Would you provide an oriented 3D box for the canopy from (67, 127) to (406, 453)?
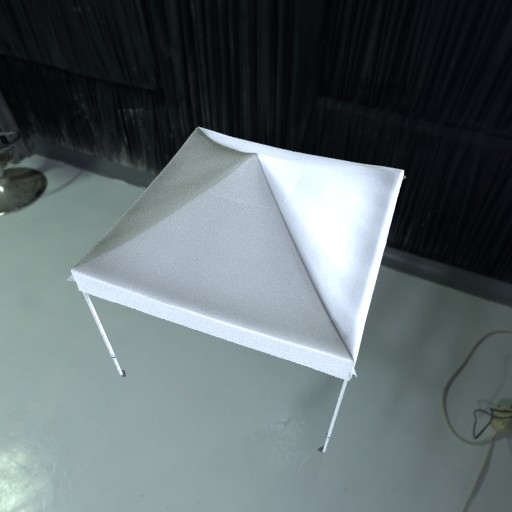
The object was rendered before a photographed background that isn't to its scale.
[{"bbox_3d":[0.000,0.000,5.522,2.994,2.998,2.996,16,49,14],"label":"canopy"}]
